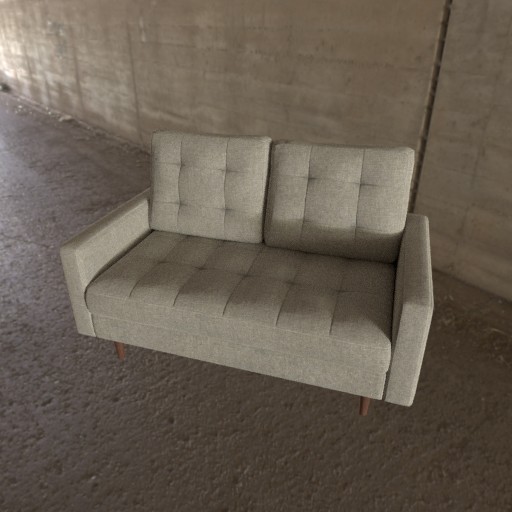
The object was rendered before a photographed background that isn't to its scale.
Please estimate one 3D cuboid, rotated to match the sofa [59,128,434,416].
[{"bbox_3d":[0.000,0.000,1.934,1.407,0.907,0.842,8,29,15],"label":"sofa"}]
